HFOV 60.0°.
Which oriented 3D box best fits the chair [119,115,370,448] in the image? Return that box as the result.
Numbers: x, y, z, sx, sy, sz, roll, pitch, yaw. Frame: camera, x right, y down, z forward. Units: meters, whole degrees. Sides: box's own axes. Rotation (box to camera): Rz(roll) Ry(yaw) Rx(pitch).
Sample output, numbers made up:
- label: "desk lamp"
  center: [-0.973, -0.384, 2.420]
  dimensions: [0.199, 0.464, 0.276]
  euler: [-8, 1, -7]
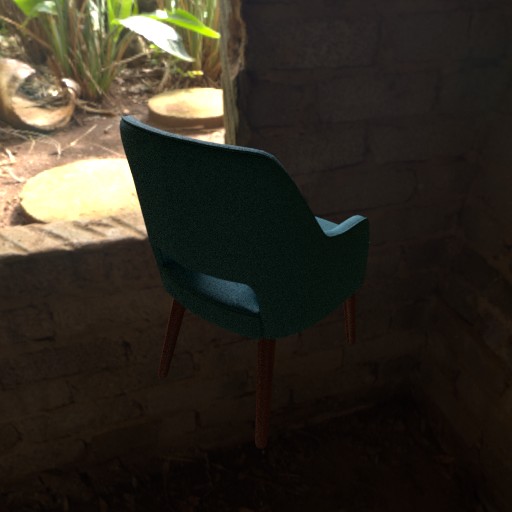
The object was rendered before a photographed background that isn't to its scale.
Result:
- label: "chair"
  center: [0.000, 0.000, 1.271]
  dimensions: [0.548, 0.849, 0.605]
  euler: [23, 39, 31]
